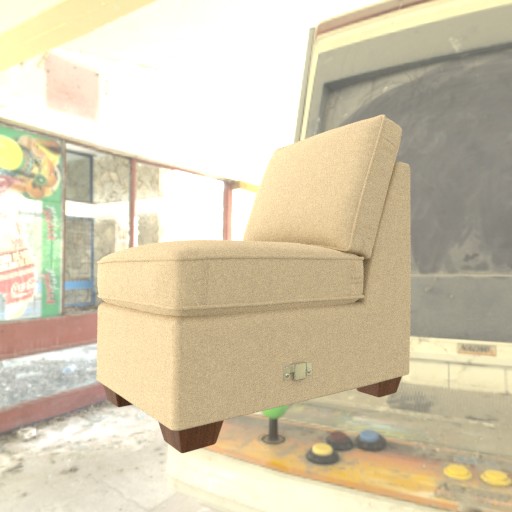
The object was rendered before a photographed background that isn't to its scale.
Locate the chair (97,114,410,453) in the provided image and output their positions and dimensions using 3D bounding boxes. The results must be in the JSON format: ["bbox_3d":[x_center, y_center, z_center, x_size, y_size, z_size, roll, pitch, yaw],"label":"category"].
[{"bbox_3d":[0.000,0.000,1.533,0.938,0.970,0.621,1,-1,-37],"label":"chair"}]
